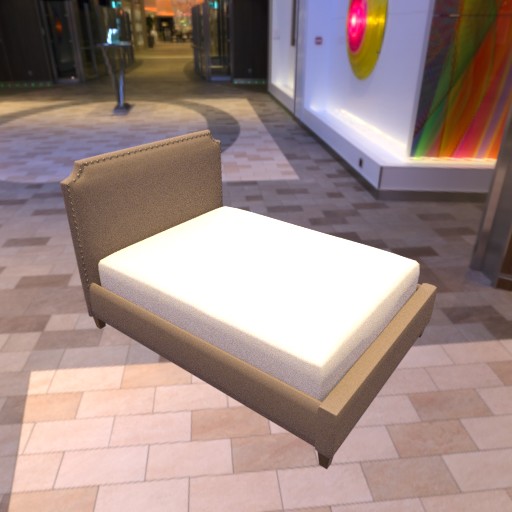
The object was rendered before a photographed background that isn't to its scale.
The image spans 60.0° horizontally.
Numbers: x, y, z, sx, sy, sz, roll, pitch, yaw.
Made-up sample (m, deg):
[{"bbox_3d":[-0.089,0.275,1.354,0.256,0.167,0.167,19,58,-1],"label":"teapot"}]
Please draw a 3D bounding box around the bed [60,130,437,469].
[{"bbox_3d":[0.000,0.000,3.472,2.372,1.443,1.713,19,33,33],"label":"bed"}]
